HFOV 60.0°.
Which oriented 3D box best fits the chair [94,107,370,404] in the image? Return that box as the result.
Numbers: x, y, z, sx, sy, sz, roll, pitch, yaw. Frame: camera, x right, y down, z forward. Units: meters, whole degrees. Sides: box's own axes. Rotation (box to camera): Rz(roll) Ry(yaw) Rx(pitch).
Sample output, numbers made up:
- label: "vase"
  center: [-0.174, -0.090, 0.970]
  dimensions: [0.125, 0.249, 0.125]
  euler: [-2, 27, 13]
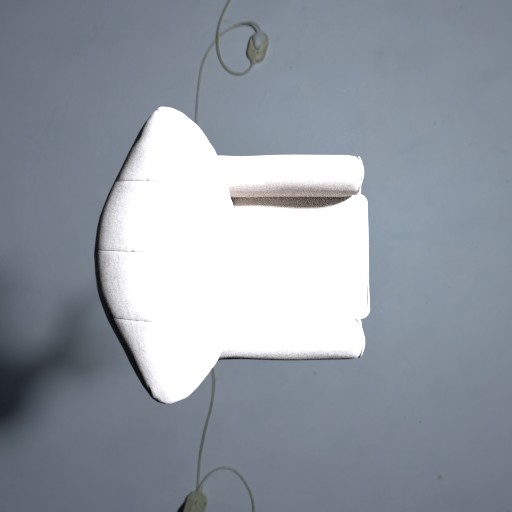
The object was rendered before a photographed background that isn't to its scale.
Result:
- label: "chair"
  center: [0.000, 0.000, 1.924]
  dimensions: [1.025, 1.209, 0.942]
  euler: [0, 90, 1]
